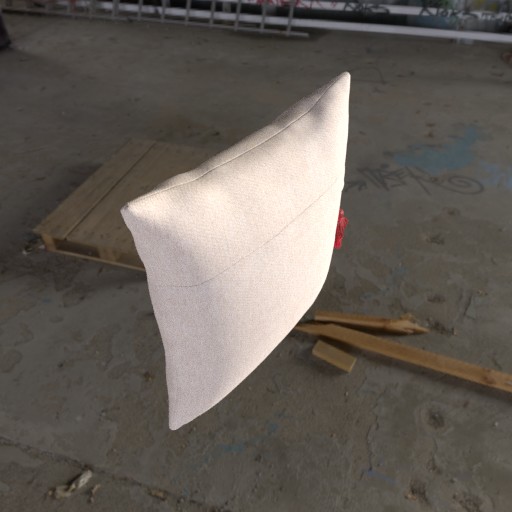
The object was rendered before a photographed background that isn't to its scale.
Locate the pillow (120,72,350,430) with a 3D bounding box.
[{"bbox_3d":[0.000,0.000,0.678,0.173,0.436,0.433,26,48,26],"label":"pillow"}]
